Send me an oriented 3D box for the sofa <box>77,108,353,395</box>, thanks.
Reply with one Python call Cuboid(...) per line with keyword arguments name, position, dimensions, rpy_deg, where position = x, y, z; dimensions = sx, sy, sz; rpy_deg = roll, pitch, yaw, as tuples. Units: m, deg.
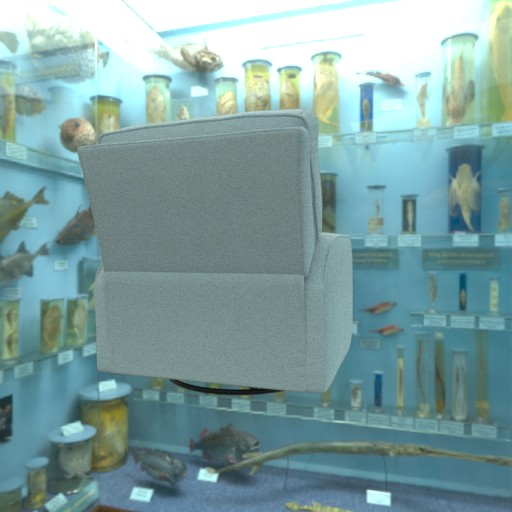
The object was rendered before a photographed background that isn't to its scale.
Cuboid(name="sofa", position=(0.000, 0.000, 2.015), dimensions=(0.861, 0.959, 1.472), rpy_deg=(0, 1, 18))
